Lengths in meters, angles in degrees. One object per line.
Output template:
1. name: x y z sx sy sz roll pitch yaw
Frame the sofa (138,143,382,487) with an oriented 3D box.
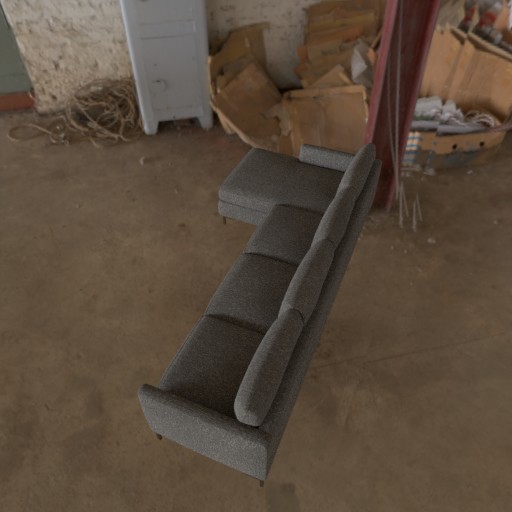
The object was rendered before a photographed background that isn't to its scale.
1. sofa: 0.000 0.000 3.498 1.350 0.810 2.932 17 47 16
